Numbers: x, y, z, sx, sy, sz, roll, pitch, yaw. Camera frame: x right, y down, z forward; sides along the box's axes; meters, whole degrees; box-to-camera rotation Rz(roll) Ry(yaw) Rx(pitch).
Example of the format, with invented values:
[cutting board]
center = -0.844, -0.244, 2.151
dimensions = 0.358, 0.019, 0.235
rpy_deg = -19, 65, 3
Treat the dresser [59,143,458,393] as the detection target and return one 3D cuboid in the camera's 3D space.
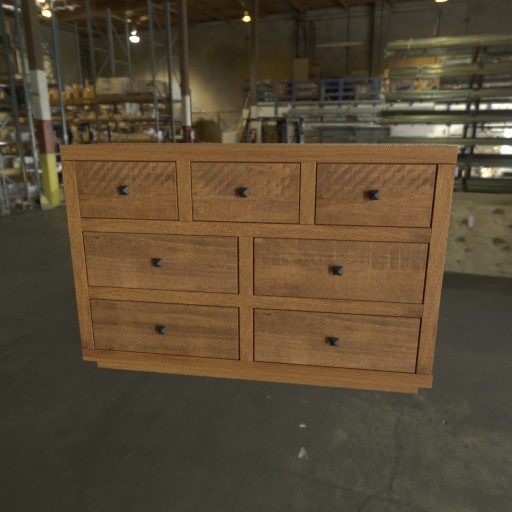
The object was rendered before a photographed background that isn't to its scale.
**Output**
[dresser]
center = 0.000, 0.000, 1.690
dimensions = 1.261, 0.825, 0.479
rpy_deg = 2, 15, 9
